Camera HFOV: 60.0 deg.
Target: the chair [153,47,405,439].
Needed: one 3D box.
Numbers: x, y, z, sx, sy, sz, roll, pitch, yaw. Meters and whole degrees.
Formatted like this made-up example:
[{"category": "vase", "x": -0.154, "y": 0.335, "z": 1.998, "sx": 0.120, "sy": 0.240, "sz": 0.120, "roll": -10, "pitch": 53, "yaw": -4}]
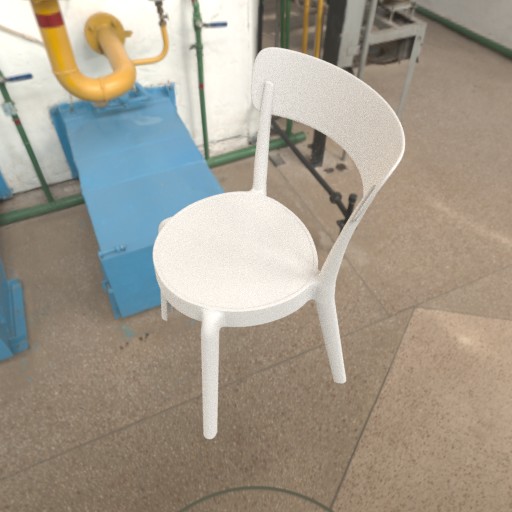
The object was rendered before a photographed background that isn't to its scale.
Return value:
[{"category": "chair", "x": 0.000, "y": 0.000, "z": 1.099, "sx": 0.491, "sy": 0.790, "sz": 0.506, "roll": -18, "pitch": 49, "yaw": -16}]
